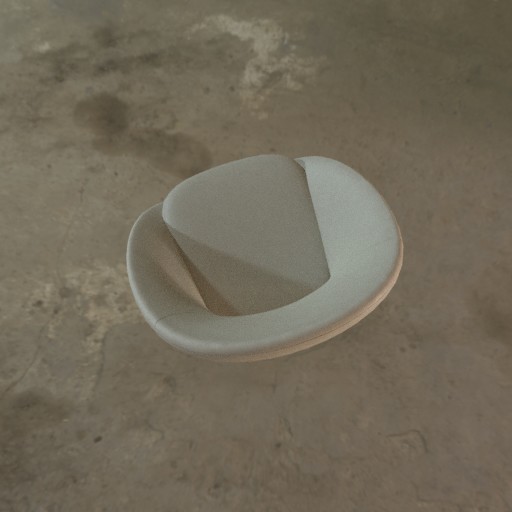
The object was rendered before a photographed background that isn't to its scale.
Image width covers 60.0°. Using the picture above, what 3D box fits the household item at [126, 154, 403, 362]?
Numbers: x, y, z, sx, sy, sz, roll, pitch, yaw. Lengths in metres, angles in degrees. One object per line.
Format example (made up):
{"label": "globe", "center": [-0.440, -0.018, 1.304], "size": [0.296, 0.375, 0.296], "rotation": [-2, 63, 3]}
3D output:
{"label": "household item", "center": [0.000, 0.000, 1.251], "size": [0.623, 0.852, 0.573], "rotation": [-19, 77, -5]}
